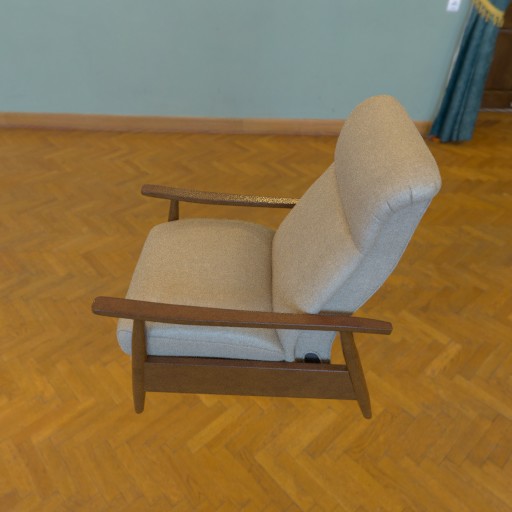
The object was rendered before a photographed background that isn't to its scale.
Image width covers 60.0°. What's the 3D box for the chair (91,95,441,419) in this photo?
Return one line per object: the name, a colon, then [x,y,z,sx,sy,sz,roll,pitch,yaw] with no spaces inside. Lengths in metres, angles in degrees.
chair: [0.000,0.000,1.731,1.030,1.082,0.762,1,40,1]
